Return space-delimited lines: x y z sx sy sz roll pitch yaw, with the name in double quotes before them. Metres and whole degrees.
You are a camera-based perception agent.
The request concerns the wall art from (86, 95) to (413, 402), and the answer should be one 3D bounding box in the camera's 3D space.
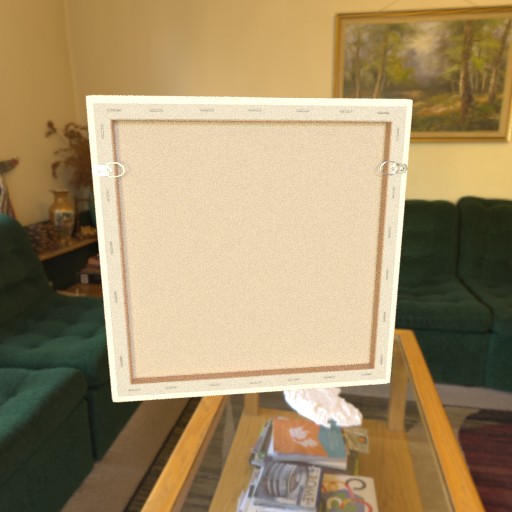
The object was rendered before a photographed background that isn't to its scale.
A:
"wall art" 0.000 0.000 1.351 0.912 0.914 0.039 -2 14 -7
